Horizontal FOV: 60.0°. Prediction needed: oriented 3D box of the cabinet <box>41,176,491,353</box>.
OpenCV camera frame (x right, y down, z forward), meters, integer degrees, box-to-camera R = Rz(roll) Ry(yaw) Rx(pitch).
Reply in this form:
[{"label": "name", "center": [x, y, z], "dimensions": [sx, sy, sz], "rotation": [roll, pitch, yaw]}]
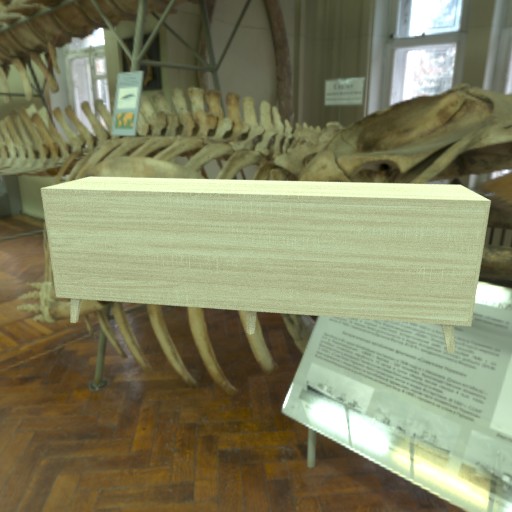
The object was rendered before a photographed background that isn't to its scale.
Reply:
[{"label": "cabinet", "center": [0.000, 0.000, 2.493], "dimensions": [2.200, 0.780, 0.500], "rotation": [3, 17, 9]}]
